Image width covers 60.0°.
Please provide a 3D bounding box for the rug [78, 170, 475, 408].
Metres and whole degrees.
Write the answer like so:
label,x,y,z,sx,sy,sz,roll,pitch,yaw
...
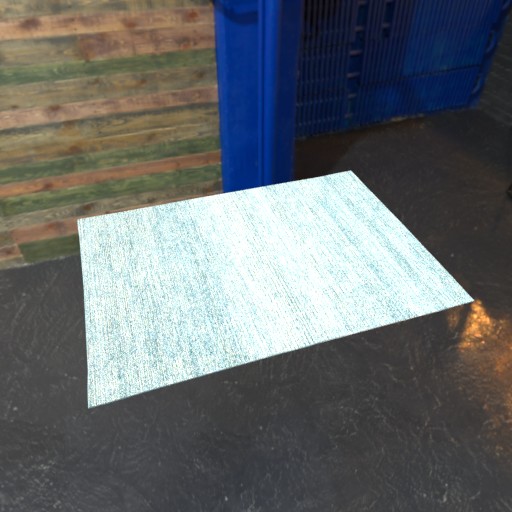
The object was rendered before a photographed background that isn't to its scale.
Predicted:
label,x,y,z,sx,sy,sz,roll,pitch,yaw
rug,0.000,0.000,2.976,2.260,0.026,1.611,-12,43,-14
